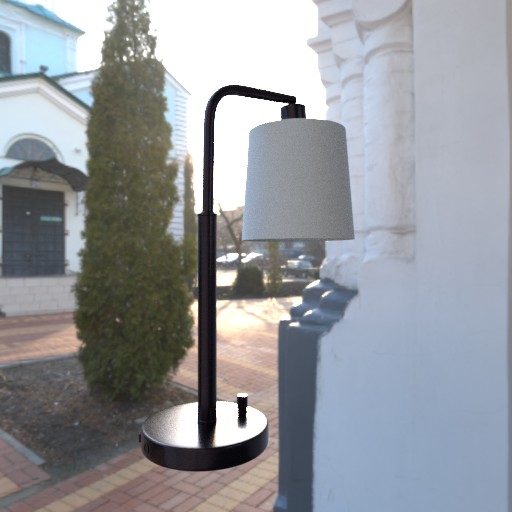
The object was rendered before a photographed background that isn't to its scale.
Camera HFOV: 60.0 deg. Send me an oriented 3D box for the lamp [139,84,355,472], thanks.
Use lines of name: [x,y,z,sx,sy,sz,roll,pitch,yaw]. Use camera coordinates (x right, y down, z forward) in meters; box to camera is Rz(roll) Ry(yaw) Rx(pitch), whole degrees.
lamp: [0.000,0.000,0.632,0.333,0.489,0.171,0,0,-38]
